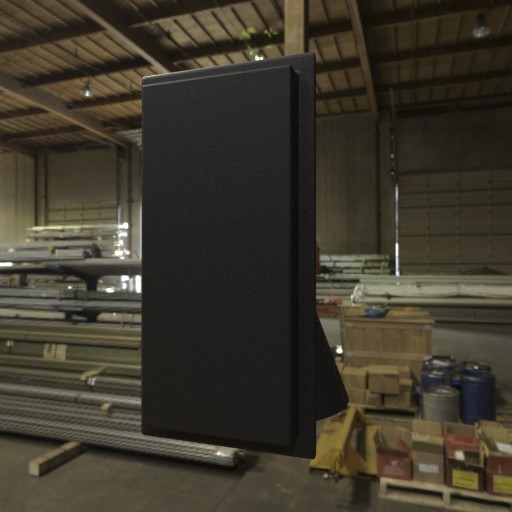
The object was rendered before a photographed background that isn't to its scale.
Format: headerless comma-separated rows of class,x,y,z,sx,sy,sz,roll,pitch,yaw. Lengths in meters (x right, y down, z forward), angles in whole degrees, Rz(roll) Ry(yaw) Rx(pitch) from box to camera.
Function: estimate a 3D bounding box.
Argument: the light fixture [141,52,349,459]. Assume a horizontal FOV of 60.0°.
light fixture,0.000,0.000,0.425,0.170,0.298,0.207,0,0,18
